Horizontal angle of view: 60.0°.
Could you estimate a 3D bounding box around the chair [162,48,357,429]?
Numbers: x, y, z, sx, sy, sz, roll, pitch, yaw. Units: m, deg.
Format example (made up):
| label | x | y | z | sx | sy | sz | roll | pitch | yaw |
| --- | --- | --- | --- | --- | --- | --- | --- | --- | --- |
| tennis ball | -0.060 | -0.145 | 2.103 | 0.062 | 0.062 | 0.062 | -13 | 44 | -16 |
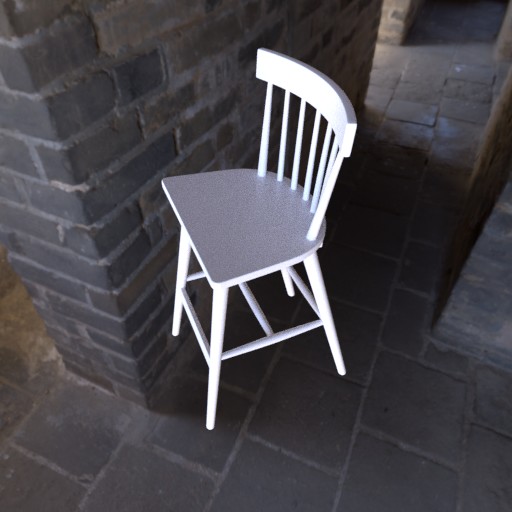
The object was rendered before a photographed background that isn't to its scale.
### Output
| label | x | y | z | sx | sy | sz | roll | pitch | yaw |
| --- | --- | --- | --- | --- | --- | --- | --- | --- | --- |
| chair | 0.000 | 0.000 | 1.414 | 0.572 | 1.092 | 0.483 | -17 | 47 | -17 |
